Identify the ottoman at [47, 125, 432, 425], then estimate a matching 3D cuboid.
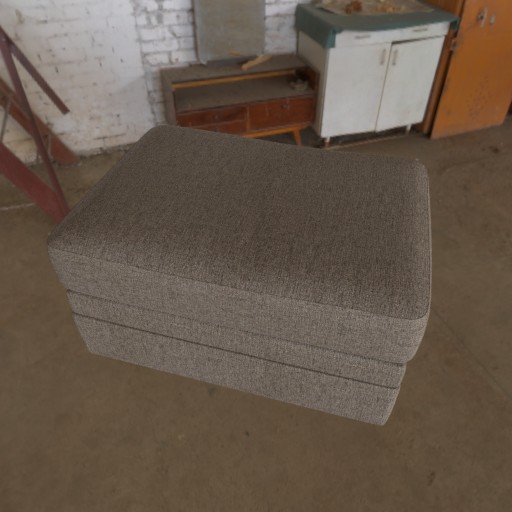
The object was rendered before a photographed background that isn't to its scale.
[{"bbox_3d":[0.000,0.000,1.266,0.885,0.478,0.637,11,44,11],"label":"ottoman"}]
